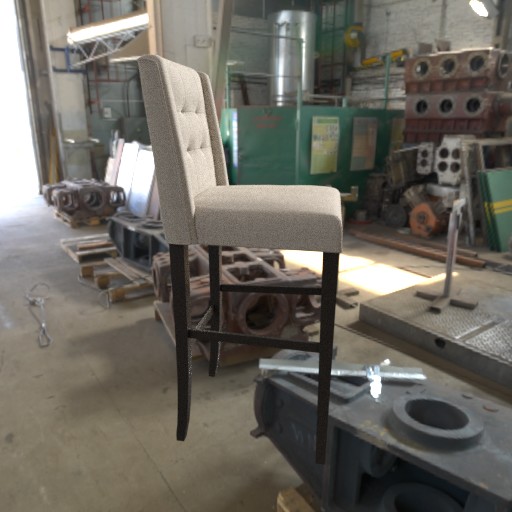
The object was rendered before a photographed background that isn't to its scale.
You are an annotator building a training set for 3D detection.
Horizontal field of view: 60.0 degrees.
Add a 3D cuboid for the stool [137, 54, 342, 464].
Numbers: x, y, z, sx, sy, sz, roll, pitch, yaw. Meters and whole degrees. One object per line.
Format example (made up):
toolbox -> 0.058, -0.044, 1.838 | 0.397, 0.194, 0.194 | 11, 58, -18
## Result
stool -> 0.000, 0.000, 1.374 | 0.509, 1.116, 0.474 | 3, 17, 9
